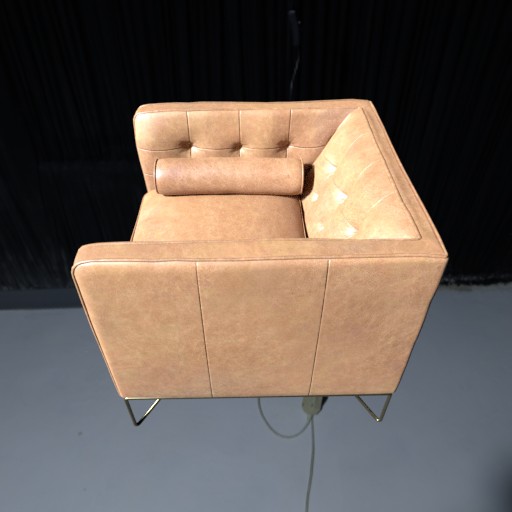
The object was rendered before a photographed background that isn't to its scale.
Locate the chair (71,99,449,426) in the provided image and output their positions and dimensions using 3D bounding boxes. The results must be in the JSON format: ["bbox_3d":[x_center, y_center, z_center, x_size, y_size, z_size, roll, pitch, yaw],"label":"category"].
[{"bbox_3d":[0.000,0.000,1.616,0.912,0.797,0.920,-1,42,-1],"label":"chair"}]
